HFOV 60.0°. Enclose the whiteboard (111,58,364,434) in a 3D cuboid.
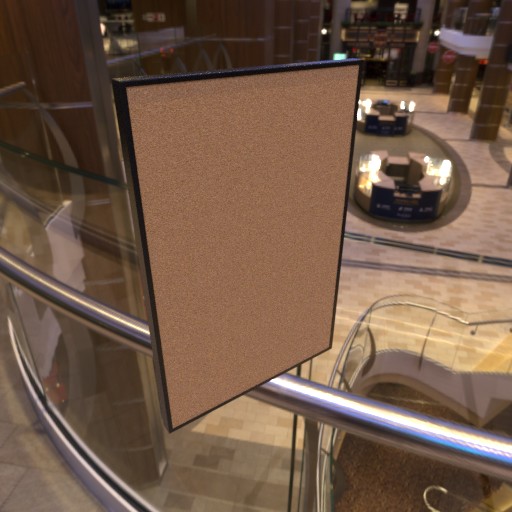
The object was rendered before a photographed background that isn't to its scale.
[{"bbox_3d":[0.000,0.000,0.774,0.406,0.611,0.026,-19,35,-30],"label":"whiteboard"}]
